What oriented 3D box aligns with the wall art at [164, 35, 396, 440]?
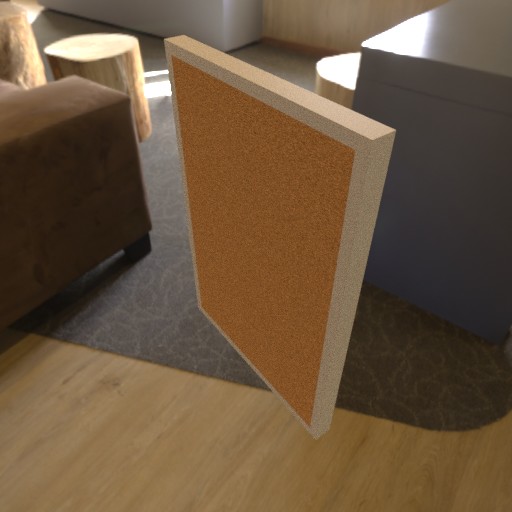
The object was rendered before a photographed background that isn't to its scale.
[{"bbox_3d":[0.000,0.000,0.821,0.038,0.657,0.450,-27,48,-27],"label":"wall art"}]
